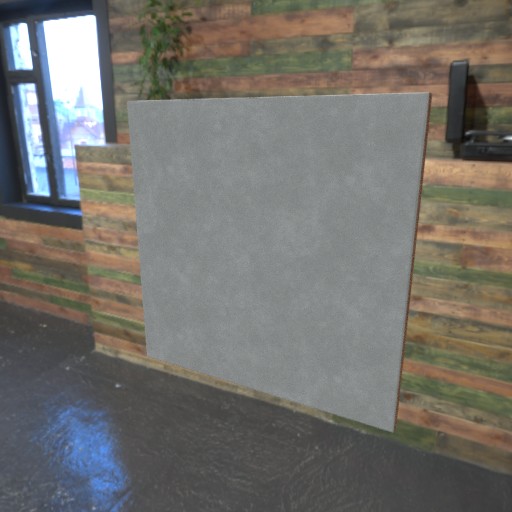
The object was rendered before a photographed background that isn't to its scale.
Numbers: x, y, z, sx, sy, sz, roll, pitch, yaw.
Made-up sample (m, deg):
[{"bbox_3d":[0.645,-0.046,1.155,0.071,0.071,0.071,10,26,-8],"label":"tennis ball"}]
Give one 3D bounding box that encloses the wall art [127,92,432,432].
[{"bbox_3d":[0.000,0.000,0.450,0.303,0.303,0.015,9,19,27],"label":"wall art"}]
